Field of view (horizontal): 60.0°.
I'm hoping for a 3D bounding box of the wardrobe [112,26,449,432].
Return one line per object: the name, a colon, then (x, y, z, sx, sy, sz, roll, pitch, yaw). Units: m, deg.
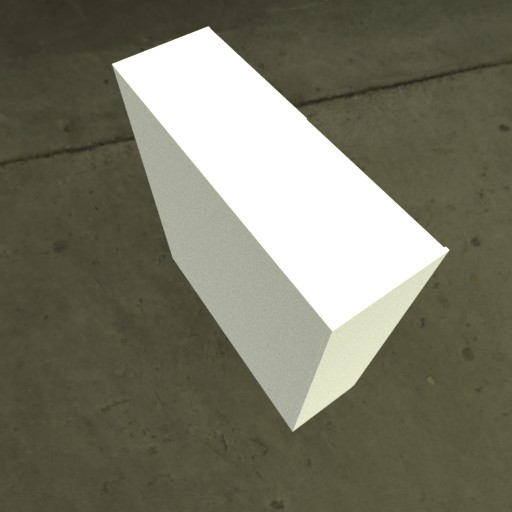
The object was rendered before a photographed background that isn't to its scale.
wardrobe: (0.000, 0.000, 2.923, 0.600, 2.020, 1.830, -31, 64, -17)
